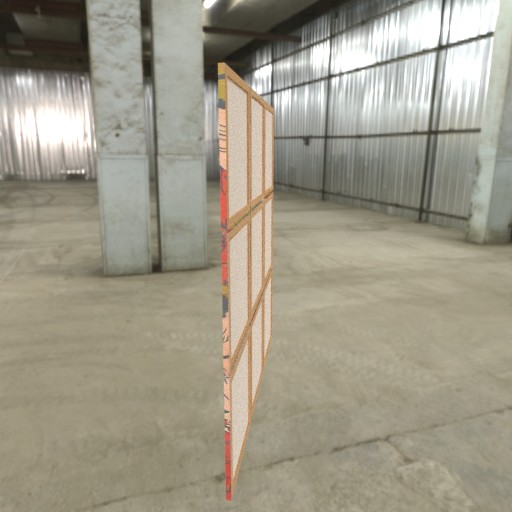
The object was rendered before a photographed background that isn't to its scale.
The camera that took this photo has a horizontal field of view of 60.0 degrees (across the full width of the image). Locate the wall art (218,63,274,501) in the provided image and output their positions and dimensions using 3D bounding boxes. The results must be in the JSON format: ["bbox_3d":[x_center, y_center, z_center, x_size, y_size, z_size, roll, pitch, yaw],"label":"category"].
[{"bbox_3d":[0.000,0.000,1.323,0.013,0.913,0.904,2,14,8],"label":"wall art"}]
